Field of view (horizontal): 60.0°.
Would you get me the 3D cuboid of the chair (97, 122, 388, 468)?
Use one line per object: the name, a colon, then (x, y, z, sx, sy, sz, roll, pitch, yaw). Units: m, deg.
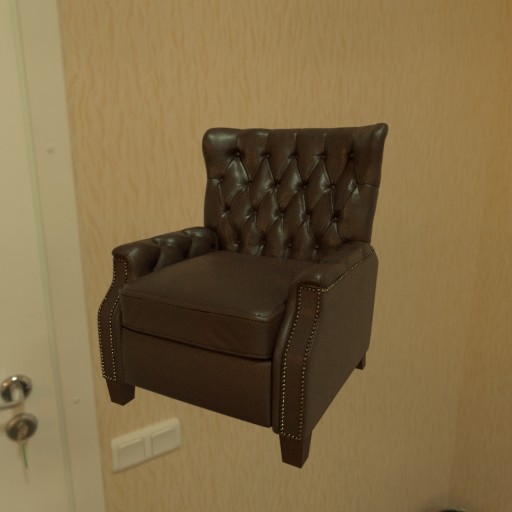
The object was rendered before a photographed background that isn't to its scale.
chair: (0.000, 0.000, 1.479, 0.709, 0.864, 0.823, 7, 15, 27)
